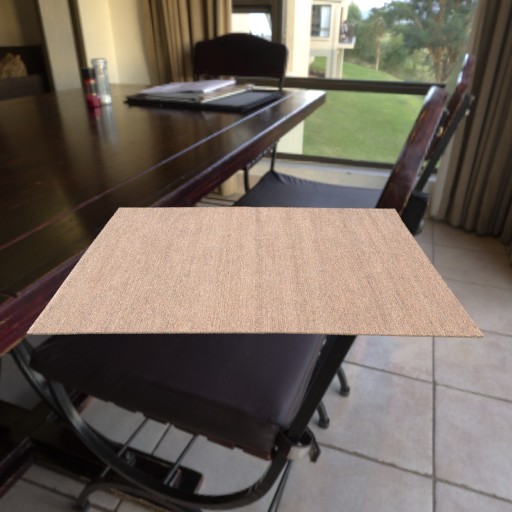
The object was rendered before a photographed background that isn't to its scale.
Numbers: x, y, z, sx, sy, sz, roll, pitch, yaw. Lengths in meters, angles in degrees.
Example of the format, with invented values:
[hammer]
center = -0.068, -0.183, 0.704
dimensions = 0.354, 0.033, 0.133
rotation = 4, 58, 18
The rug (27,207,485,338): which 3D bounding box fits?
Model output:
[rug]
center = 0.000, 0.000, 2.893
dimensions = 2.264, 0.030, 1.624
rotation = 0, 29, 1
